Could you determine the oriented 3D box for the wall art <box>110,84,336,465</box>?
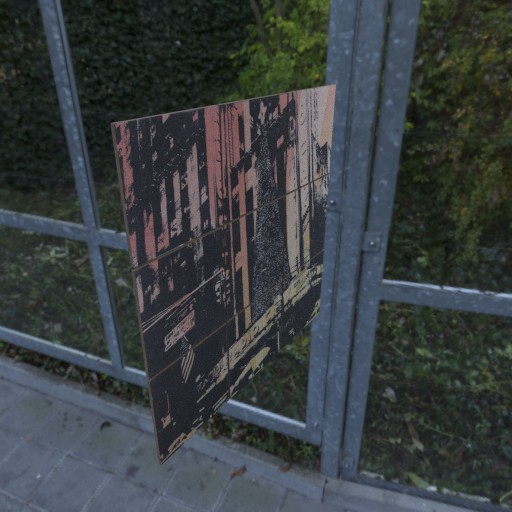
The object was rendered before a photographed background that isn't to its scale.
[{"bbox_3d":[0.000,0.000,1.800,0.013,1.216,1.216,18,31,31],"label":"wall art"}]
